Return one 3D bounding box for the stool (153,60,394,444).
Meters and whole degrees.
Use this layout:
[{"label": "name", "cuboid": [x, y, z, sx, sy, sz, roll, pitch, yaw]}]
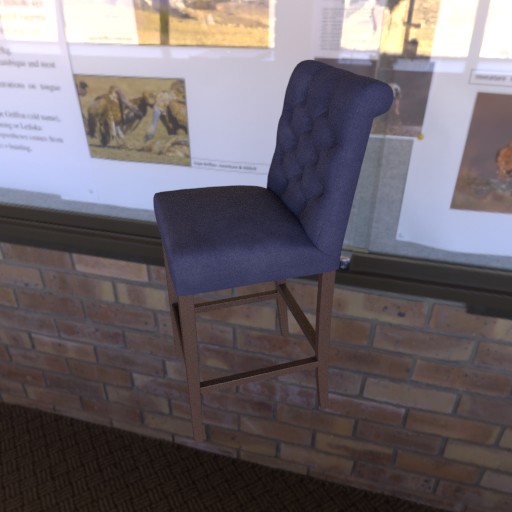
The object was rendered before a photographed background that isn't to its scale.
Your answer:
[{"label": "stool", "cuboid": [0.000, 0.000, 1.475, 0.601, 1.140, 0.493, -9, 32, -15]}]
